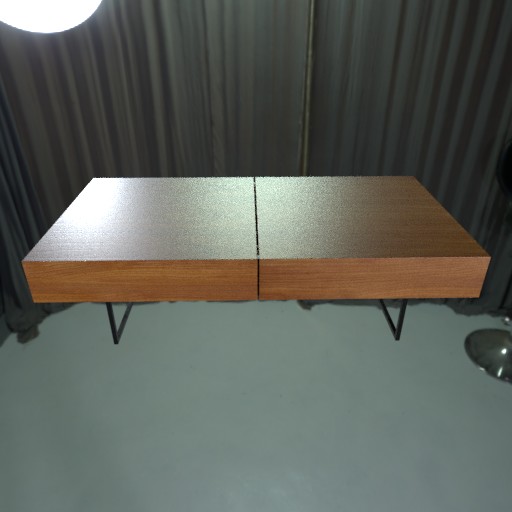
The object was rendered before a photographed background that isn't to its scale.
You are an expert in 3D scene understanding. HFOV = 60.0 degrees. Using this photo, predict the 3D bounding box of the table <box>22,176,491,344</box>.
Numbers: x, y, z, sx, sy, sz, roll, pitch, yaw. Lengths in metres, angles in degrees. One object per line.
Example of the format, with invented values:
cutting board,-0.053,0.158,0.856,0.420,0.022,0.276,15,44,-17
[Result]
table,0.000,0.000,1.473,1.194,0.330,0.610,-1,30,-1
